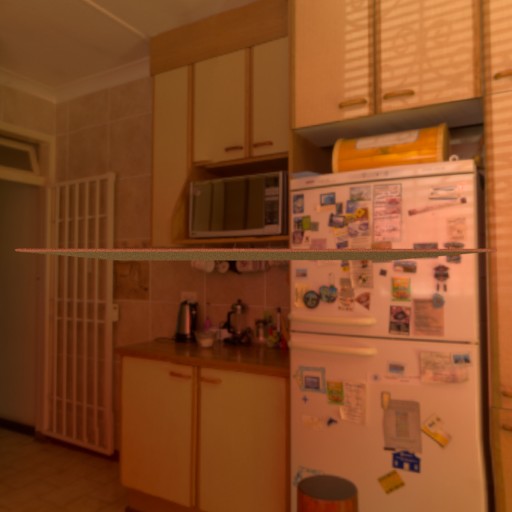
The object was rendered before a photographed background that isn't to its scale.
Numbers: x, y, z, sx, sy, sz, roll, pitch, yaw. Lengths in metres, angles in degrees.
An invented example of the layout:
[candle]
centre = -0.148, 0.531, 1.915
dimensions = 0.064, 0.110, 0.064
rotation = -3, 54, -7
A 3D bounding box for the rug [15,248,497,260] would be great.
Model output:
[rug]
centre = 0.000, 0.000, 2.282
dimensions = 1.829, 0.010, 1.219
rotation = 0, -2, 0
